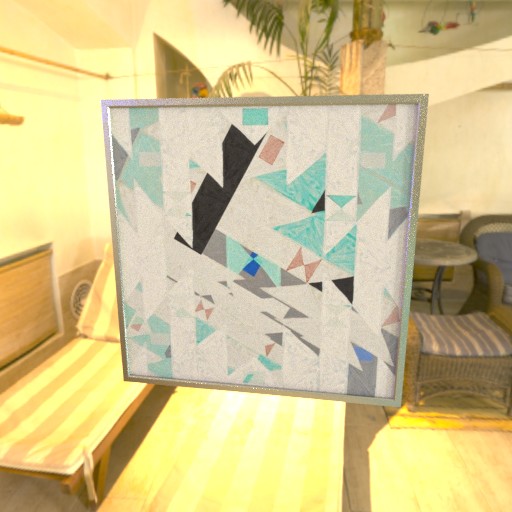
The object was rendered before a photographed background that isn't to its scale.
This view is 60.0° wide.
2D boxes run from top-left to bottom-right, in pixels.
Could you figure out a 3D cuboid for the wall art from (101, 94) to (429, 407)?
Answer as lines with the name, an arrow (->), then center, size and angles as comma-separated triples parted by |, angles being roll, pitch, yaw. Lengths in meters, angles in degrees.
wall art -> 0.000, 0.000, 1.193 | 0.806, 0.806, 0.038 | 2, 14, 9
